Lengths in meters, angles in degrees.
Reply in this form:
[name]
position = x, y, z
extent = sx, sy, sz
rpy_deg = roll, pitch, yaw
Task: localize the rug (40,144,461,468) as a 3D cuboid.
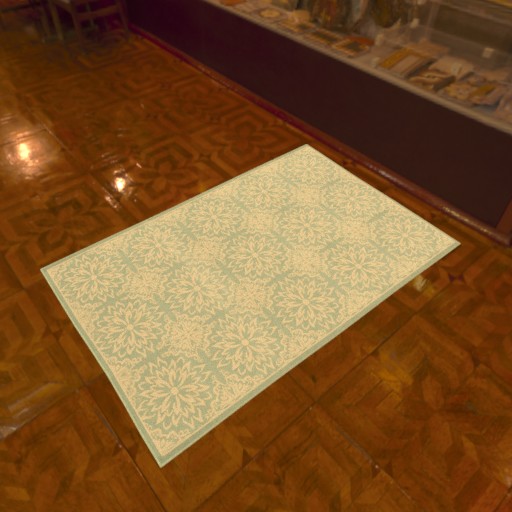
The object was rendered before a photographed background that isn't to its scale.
[rug]
position = 0.000, 0.000, 3.458
extent = 2.746, 0.018, 1.819
rpy_deg = -30, 54, -25
